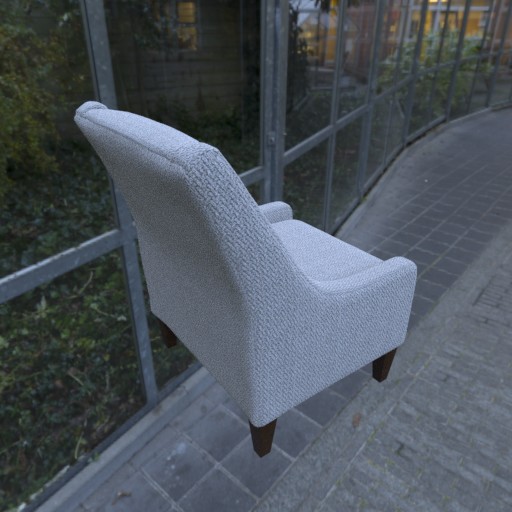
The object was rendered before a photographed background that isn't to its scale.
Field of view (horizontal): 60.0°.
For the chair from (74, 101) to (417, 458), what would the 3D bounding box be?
[{"bbox_3d":[0.000,0.000,1.550,0.870,1.014,0.774,-19,33,-31],"label":"chair"}]
